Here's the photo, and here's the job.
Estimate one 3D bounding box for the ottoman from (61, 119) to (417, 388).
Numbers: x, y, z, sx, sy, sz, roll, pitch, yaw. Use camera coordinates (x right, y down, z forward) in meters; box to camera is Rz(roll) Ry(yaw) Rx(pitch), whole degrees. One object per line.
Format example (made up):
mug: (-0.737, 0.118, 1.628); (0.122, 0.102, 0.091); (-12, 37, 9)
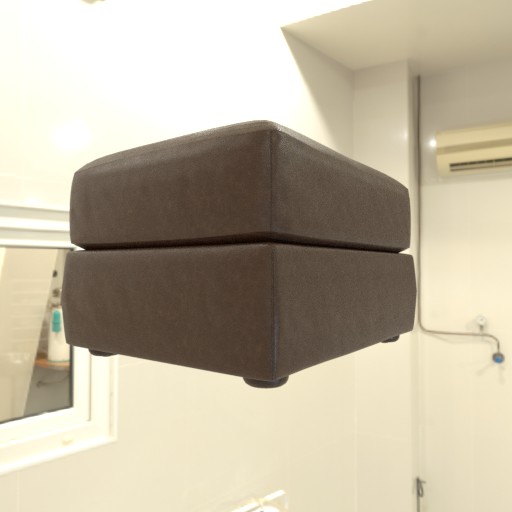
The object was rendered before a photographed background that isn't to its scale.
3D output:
ottoman: (0.000, 0.000, 1.140); (0.603, 0.476, 0.751); (-1, -2, 36)
